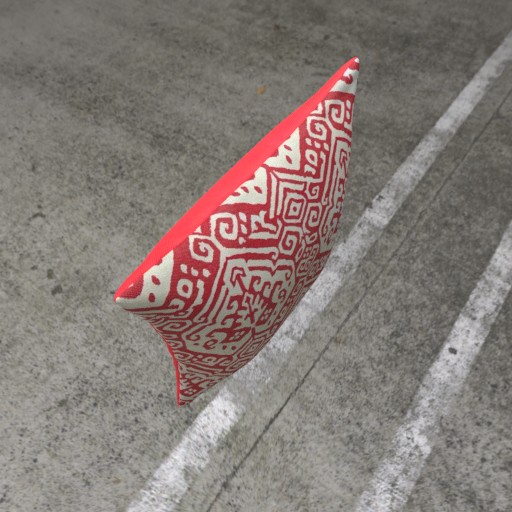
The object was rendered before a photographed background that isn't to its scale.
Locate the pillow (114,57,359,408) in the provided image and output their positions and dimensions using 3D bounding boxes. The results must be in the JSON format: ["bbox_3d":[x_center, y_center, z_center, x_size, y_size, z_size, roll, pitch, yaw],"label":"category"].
[{"bbox_3d":[0.000,0.000,0.796,0.192,0.507,0.522,33,64,18],"label":"pillow"}]
